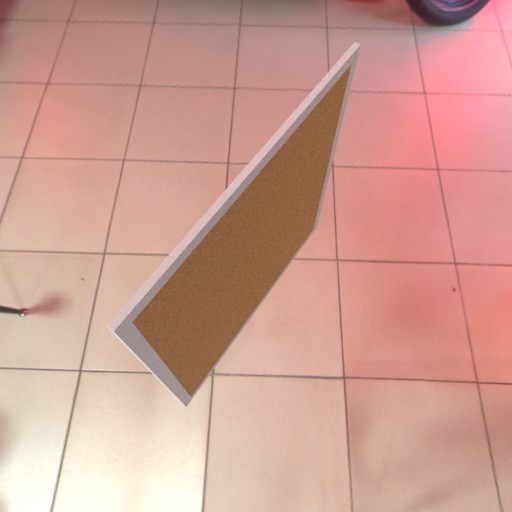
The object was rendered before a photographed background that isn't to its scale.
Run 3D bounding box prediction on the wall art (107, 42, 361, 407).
[{"bbox_3d":[0.000,0.000,0.682,0.009,0.457,0.456,32,67,15],"label":"wall art"}]
